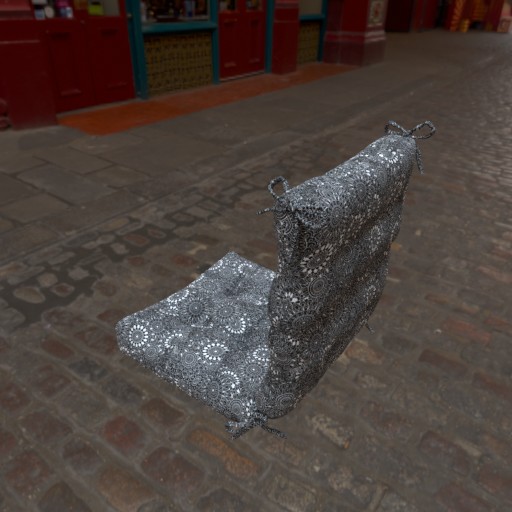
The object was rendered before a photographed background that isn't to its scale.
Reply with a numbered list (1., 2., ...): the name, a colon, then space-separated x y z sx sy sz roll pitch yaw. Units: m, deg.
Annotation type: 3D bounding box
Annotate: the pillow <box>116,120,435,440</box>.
1. pillow: 0.000 0.000 1.028 0.571 0.605 0.519 21 37 31
